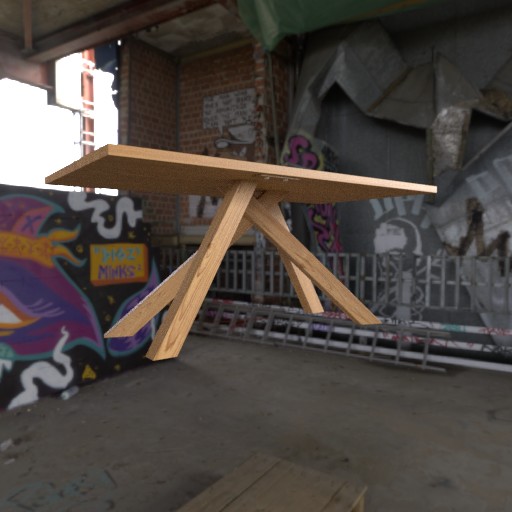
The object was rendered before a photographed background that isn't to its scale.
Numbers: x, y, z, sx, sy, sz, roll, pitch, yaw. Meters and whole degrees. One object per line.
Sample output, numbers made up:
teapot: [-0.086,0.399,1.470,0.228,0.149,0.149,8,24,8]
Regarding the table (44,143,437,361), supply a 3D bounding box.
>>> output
table: [0.000,0.000,2.261,1.797,0.750,0.901,-1,2,-37]
